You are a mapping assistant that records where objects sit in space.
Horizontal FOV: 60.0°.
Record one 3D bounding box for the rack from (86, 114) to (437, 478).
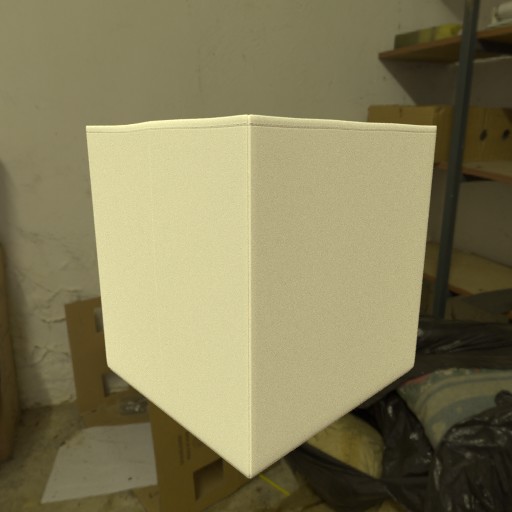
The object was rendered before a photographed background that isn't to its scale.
[{"bbox_3d":[0.000,0.000,0.498,0.270,0.280,0.270,-13,19,-42],"label":"rack"}]
